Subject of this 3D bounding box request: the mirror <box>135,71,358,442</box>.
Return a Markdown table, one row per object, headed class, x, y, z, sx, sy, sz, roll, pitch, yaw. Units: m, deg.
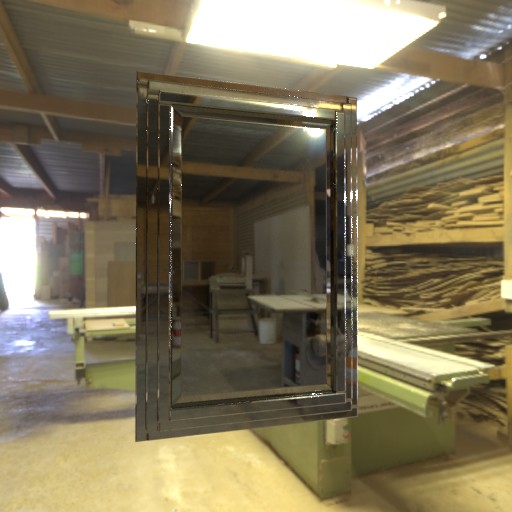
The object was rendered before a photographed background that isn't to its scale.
| class | x | y | z | sx | sy | sz | roll | pitch | yaw |
| --- | --- | --- | --- | --- | --- | --- | --- | --- | --- |
| mirror | 0.000 | 0.000 | 1.172 | 0.613 | 0.914 | 0.039 | 0 | -1 | -17 |
